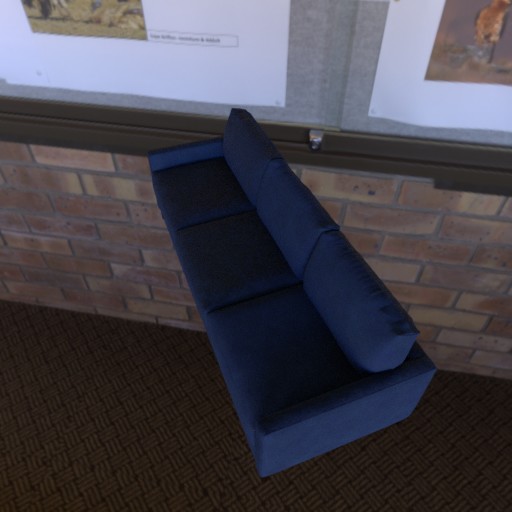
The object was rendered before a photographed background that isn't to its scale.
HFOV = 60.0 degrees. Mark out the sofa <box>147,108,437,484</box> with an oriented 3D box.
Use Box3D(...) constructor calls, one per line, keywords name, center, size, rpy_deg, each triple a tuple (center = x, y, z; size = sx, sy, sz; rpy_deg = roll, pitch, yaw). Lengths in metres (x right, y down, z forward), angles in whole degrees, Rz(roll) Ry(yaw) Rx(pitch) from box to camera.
Box3D(name="sofa", center=(0.000, 0.000, 2.703), size=(0.875, 0.879, 2.252), rpy_deg=(-16, 48, -15))
